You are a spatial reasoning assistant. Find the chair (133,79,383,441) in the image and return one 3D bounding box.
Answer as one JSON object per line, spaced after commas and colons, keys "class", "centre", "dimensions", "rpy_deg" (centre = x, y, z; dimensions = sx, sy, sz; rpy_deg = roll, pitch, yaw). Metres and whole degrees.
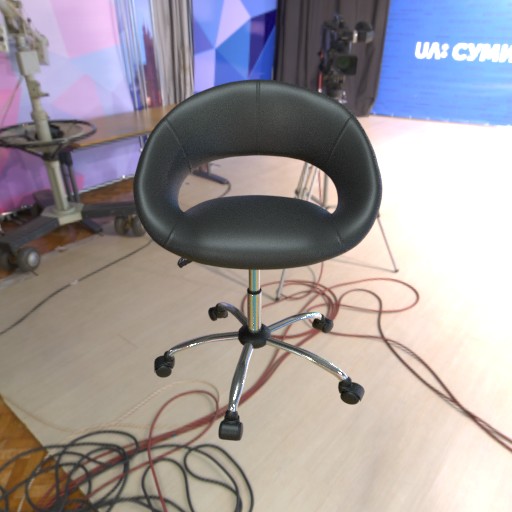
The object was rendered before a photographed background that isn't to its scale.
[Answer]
{"class": "chair", "centre": [0.000, 0.000, 1.146], "dimensions": [0.612, 0.791, 0.538], "rpy_deg": [1, 30, 1]}
